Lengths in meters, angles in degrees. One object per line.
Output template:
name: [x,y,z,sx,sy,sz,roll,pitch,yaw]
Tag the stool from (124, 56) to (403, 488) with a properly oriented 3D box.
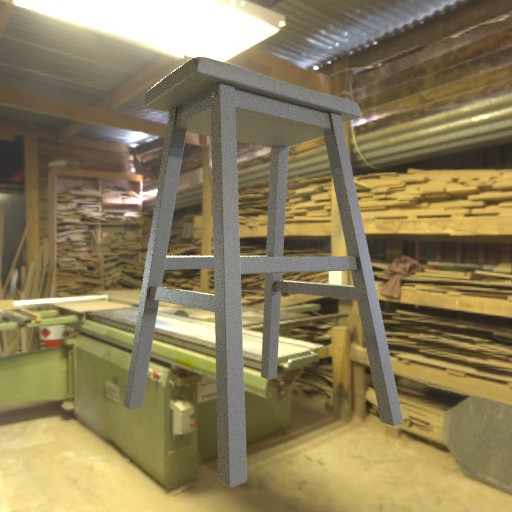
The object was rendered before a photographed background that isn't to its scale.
stool: [0.000,0.000,1.031,0.457,0.737,0.476,0,0,-37]
